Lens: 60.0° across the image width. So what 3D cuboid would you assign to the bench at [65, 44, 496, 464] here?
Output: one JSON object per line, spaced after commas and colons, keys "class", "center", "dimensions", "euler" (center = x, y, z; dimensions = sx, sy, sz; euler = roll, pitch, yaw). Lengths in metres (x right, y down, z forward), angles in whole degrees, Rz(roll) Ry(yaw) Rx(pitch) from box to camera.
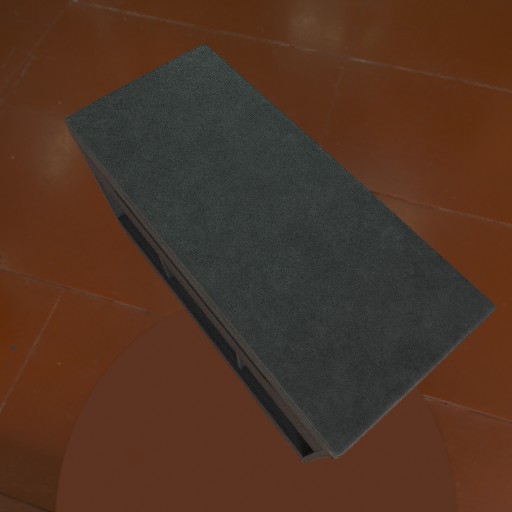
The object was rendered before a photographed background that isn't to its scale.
{"class": "bench", "center": [0.000, 0.000, 1.121], "dimensions": [0.401, 0.501, 0.905], "euler": [-36, 69, -16]}
